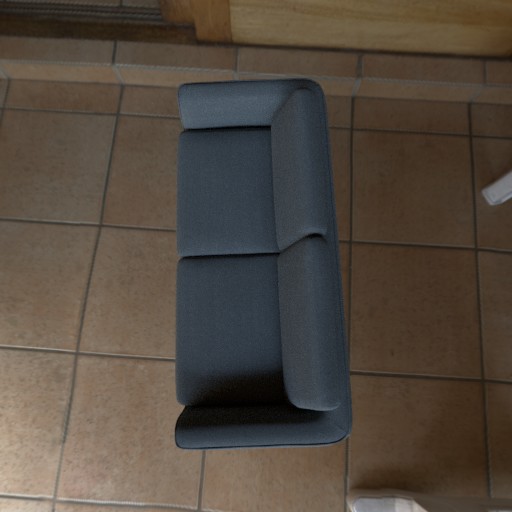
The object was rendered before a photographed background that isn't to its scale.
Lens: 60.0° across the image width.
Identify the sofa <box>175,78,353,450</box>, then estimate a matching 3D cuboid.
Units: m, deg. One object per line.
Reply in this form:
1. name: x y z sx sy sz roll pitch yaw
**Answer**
1. sofa: 0.000 0.000 2.515 0.920 0.850 2.000 -2 76 0
